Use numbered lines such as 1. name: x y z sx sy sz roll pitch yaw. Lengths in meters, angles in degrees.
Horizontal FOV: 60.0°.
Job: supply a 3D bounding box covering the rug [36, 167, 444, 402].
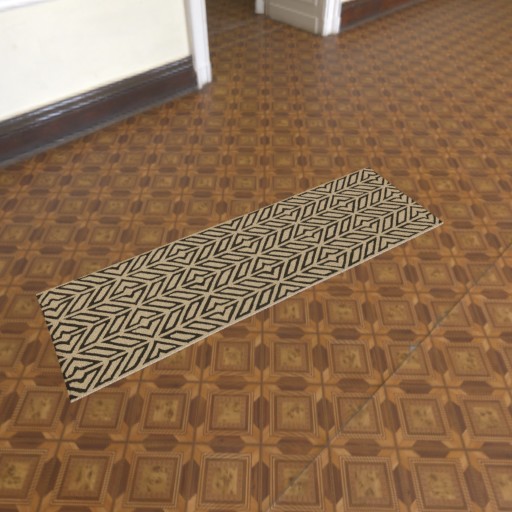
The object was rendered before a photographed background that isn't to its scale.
1. rug: 0.000 0.000 2.703 2.435 0.009 0.750 -23 50 -21
